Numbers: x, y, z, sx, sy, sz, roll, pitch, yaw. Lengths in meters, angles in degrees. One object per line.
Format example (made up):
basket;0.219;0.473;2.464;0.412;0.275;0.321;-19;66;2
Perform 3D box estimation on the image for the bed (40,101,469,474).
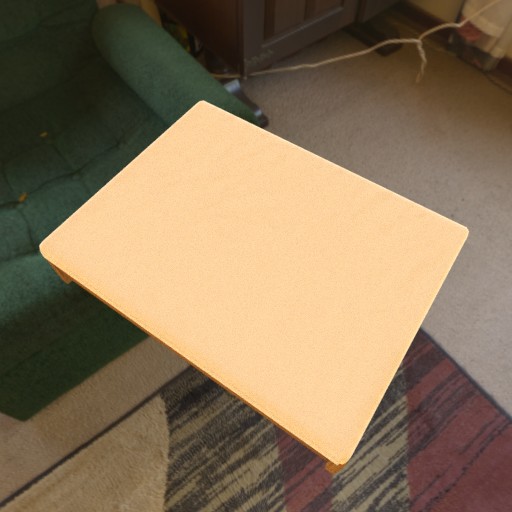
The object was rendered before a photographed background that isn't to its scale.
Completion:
bed;0.000;0.000;2.734;2.016;0.431;1.536;30;63;17
